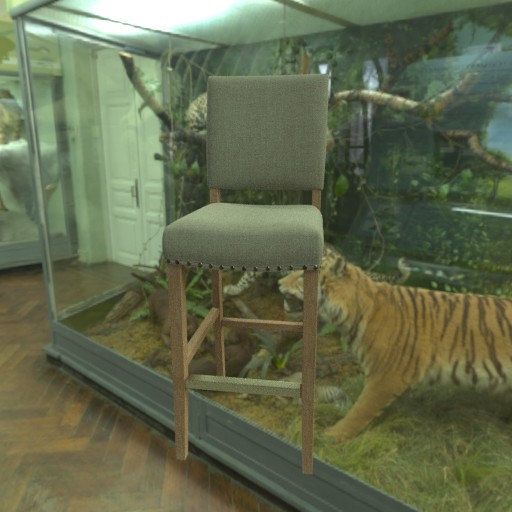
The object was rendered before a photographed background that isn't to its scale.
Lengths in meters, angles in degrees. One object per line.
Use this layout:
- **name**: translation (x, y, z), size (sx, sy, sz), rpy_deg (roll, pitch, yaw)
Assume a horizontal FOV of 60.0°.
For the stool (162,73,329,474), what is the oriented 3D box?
- **stool**: translation (0.000, 0.000, 1.487), size (0.445, 1.203, 0.585), rpy_deg (2, 15, 9)
